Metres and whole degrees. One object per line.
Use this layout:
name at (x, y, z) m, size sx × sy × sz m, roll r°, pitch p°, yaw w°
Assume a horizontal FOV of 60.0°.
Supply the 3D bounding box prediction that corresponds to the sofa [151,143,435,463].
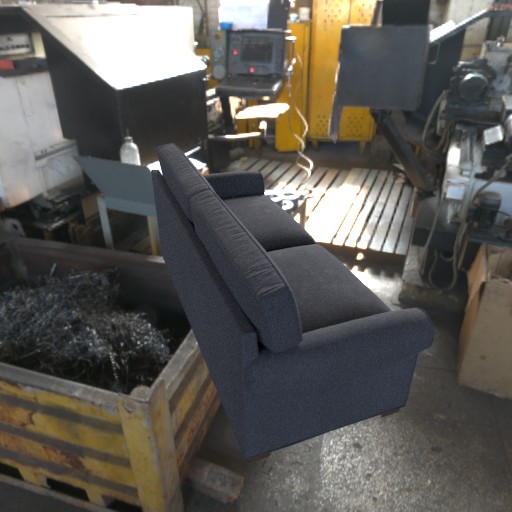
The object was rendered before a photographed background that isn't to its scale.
sofa at (0.000, 0.000, 2.929) m, size 0.954 × 1.026 × 2.391 m, roll -11°, pitch 32°, yaw -18°
